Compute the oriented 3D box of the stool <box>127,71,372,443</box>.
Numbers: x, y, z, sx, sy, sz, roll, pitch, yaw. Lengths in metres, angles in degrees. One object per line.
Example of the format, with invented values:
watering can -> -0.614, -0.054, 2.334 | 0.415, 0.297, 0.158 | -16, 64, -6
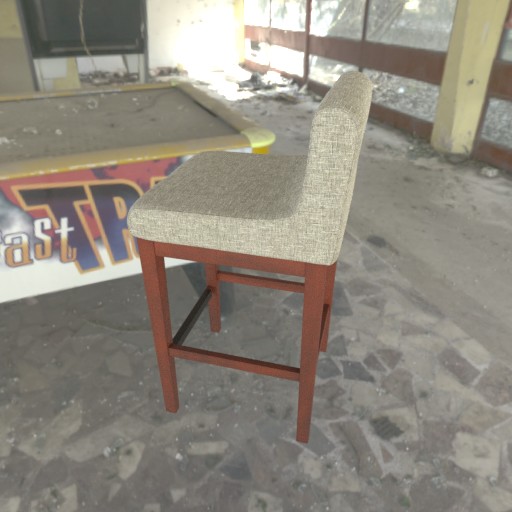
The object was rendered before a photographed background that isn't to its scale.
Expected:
stool -> 0.000, 0.000, 1.109 | 0.459, 0.835, 0.417 | 8, 31, 13
